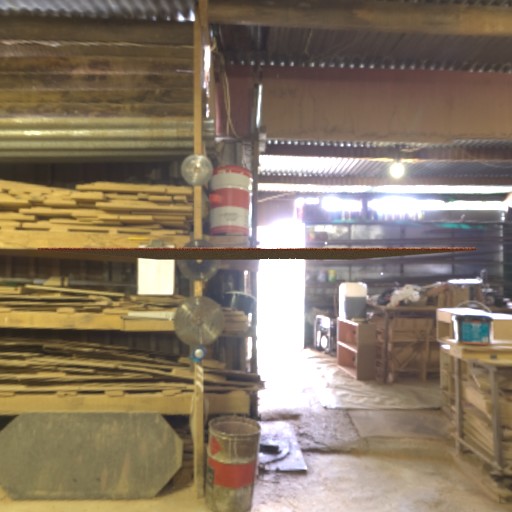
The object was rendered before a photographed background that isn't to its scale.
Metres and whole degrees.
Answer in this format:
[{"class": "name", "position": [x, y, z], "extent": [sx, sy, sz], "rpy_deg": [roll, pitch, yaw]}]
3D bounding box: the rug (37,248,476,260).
[{"class": "rug", "position": [0.000, 0.000, 3.976], "extent": [2.441, 0.016, 3.050], "rpy_deg": [0, -1, 0]}]
